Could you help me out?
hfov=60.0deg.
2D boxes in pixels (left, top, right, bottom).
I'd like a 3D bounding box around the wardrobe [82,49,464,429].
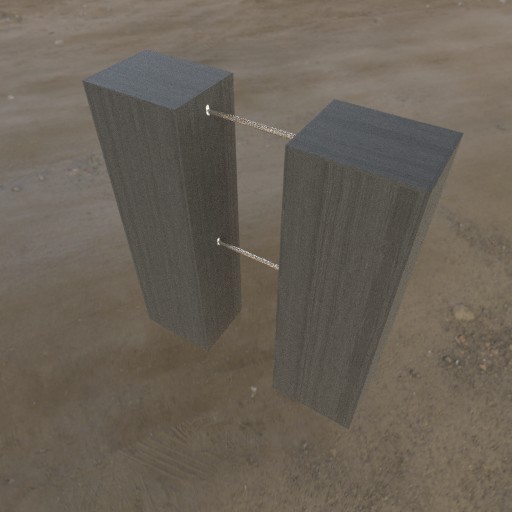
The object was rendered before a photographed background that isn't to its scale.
[{"bbox_3d":[0.000,0.000,2.768,1.770,2.000,0.480,24,50,22],"label":"wardrobe"}]
